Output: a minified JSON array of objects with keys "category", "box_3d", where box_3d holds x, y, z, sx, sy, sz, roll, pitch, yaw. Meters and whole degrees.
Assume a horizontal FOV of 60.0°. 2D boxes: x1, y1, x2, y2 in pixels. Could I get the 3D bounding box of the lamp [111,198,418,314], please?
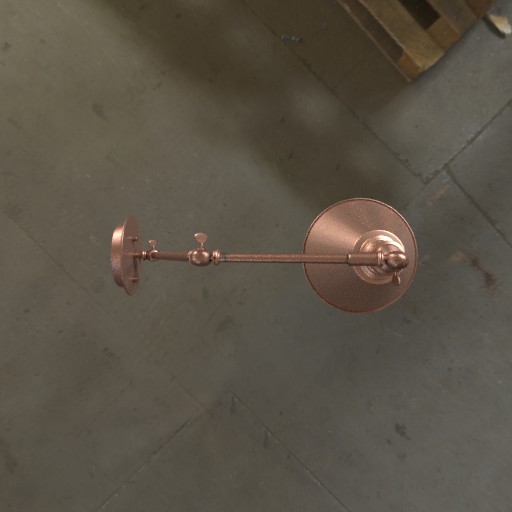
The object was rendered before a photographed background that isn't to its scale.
[{"category":"lamp","box_3d":[0.000,0.000,0.871,0.624,0.502,0.223,0,91,-1]}]
